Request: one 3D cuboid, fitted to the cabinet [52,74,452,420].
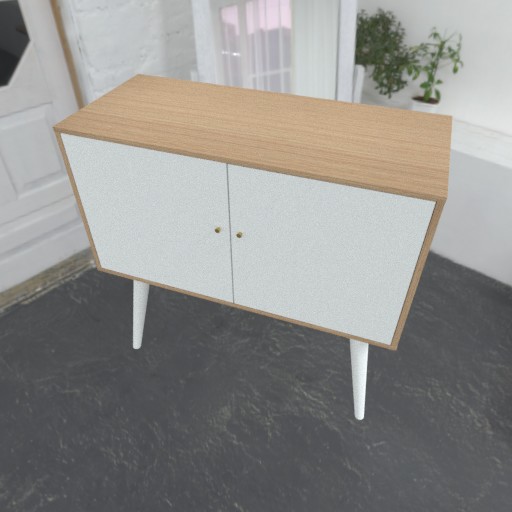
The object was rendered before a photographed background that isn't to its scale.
[{"bbox_3d":[0.000,0.000,1.602,1.057,1.016,0.470,13,43,15],"label":"cabinet"}]
